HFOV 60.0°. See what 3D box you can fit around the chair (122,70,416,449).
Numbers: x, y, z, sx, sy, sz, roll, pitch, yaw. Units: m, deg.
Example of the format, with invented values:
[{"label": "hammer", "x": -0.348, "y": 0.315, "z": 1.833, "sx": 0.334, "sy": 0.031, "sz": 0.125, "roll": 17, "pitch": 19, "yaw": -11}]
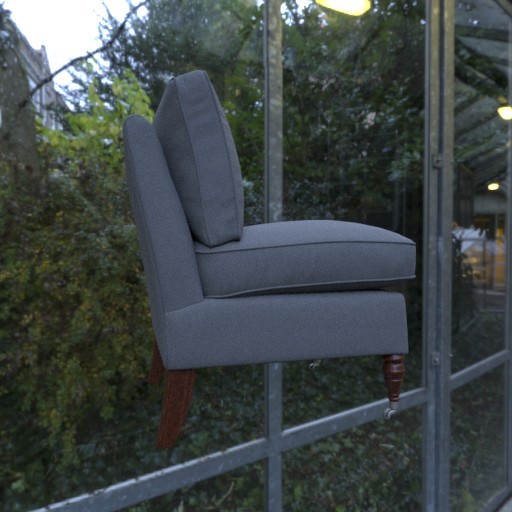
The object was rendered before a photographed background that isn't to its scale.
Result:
[{"label": "chair", "x": 0.000, "y": 0.000, "z": 1.623, "sx": 0.924, "sy": 1.045, "sz": 0.724, "roll": 0, "pitch": 1, "yaw": -16}]
